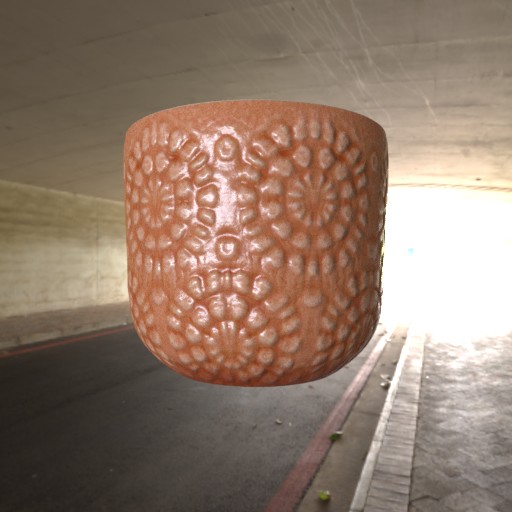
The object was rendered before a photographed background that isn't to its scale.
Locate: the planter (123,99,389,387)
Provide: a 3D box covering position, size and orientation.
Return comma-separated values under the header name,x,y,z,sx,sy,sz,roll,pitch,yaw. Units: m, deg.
name,x,y,z,sx,sy,sz,roll,pitch,yaw
planter,0.000,0.000,0.216,0.124,0.109,0.124,0,-1,0
